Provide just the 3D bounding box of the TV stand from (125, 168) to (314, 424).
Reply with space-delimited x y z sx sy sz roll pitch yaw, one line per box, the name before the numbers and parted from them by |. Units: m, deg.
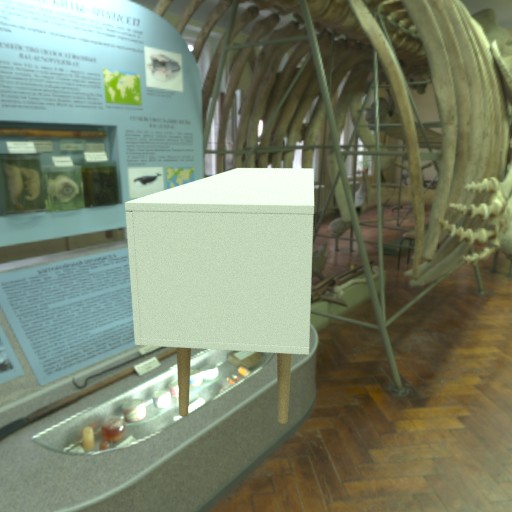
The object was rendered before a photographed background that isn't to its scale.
TV stand | 0.000 0.000 1.619 0.401 0.560 1.398 2 14 7
